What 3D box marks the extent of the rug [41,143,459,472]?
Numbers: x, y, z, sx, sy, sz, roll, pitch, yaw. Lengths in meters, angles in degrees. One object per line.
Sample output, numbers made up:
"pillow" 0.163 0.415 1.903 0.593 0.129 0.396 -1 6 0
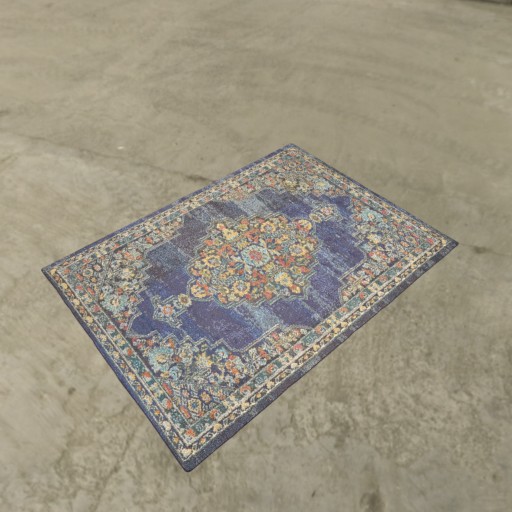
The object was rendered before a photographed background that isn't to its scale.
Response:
"rug" 0.000 0.000 2.903 2.232 0.009 1.630 -32 54 -27
